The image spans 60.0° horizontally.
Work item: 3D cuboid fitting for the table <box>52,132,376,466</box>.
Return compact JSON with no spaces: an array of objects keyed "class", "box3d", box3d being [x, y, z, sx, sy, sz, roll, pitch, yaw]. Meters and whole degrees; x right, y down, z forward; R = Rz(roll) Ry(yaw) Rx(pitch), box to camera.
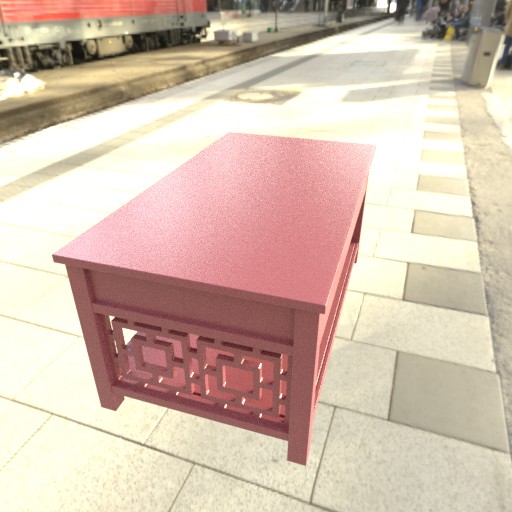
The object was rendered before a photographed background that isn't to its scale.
[{"class":"table","box3d":[0.000,0.000,1.445,0.612,0.493,1.068,9,32,15]}]
